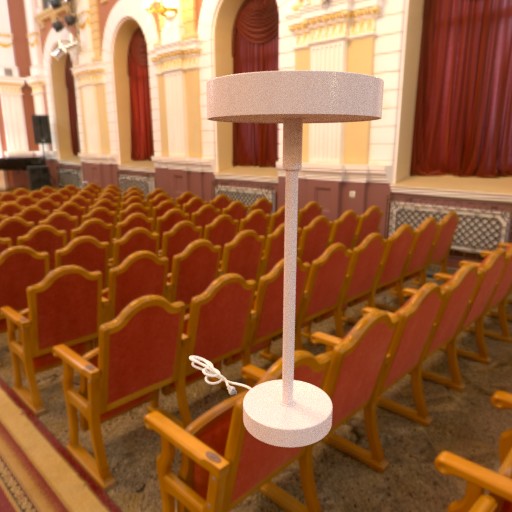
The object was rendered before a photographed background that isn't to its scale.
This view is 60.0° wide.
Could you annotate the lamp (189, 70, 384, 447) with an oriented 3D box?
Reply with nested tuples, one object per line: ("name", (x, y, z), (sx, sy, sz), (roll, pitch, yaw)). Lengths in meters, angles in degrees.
("lamp", (0.000, 0.000, 0.691), (0.229, 0.508, 0.369), (-14, 19, -43))
